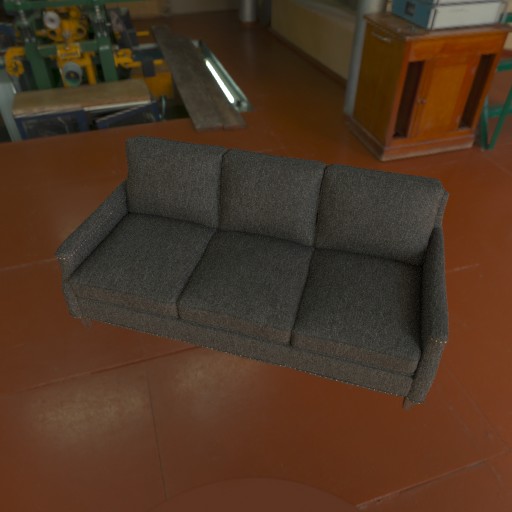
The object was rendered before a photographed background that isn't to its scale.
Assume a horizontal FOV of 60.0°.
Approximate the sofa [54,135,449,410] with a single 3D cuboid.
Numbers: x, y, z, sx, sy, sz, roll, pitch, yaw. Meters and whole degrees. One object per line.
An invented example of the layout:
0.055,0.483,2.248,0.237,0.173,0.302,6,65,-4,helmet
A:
0.000,0.000,2.804,2.246,1.003,1.084,11,43,12,sofa
